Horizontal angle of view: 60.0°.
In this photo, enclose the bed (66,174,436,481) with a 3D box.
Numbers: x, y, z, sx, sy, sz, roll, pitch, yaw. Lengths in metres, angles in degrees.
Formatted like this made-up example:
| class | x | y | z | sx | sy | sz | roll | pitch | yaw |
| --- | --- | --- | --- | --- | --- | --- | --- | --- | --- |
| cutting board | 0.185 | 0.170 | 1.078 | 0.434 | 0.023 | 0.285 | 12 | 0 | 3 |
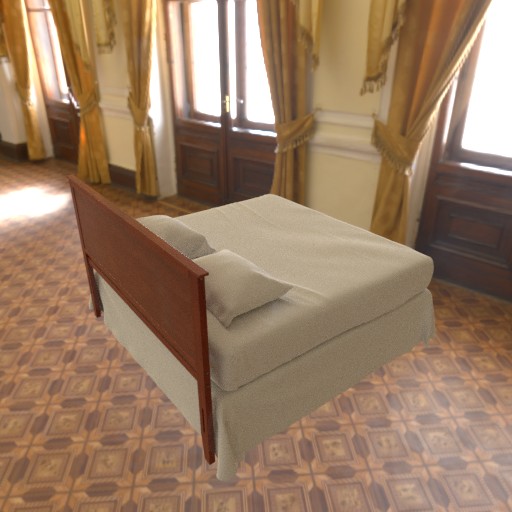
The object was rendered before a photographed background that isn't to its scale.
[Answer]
| class | x | y | z | sx | sy | sz | roll | pitch | yaw |
| --- | --- | --- | --- | --- | --- | --- | --- | --- | --- |
| bed | 0.000 | 0.000 | 3.591 | 2.219 | 1.271 | 2.314 | -19 | 32 | -33 |
